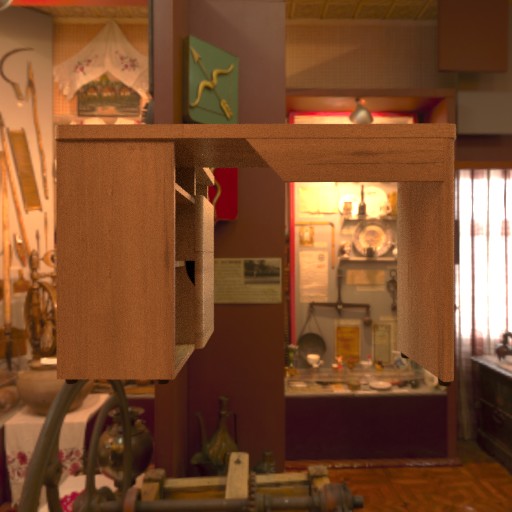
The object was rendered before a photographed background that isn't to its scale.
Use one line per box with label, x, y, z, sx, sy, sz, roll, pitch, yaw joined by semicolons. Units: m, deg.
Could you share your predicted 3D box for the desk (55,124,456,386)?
desk;0.000;0.000;1.721;1.169;0.760;0.900;0;0;0
